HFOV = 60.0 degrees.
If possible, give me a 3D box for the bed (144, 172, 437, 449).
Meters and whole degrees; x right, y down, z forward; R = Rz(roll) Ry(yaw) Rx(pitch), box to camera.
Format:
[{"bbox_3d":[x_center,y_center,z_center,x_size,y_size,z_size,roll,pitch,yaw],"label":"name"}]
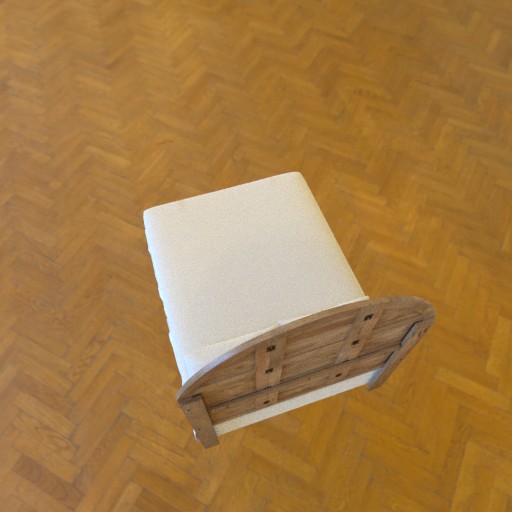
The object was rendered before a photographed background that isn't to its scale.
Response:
[{"bbox_3d":[0.000,0.000,3.471,1.713,2.002,2.112,-16,59,-10],"label":"bed"}]
